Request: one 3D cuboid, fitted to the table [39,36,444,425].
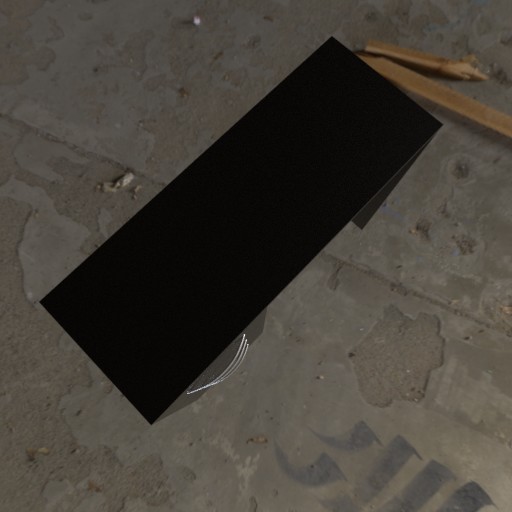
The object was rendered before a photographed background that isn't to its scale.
[{"bbox_3d":[0.000,0.000,1.372,0.380,0.790,0.930,43,80,10],"label":"table"}]
